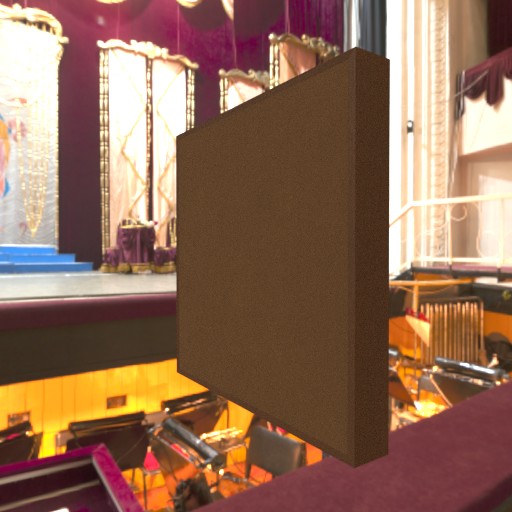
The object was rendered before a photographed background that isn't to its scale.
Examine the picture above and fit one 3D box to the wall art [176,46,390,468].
[{"bbox_3d":[0.000,0.000,0.454,0.038,0.303,0.304,-1,1,-35],"label":"wall art"}]
